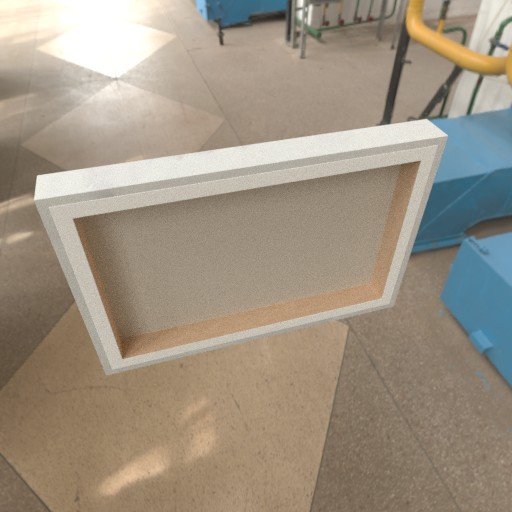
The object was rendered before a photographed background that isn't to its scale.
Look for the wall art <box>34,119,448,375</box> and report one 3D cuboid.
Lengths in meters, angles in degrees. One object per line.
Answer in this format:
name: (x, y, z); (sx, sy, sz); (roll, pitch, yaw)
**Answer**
wall art: (0.000, 0.000, 0.493); (0.381, 0.254, 0.038); (-11, 44, -12)
